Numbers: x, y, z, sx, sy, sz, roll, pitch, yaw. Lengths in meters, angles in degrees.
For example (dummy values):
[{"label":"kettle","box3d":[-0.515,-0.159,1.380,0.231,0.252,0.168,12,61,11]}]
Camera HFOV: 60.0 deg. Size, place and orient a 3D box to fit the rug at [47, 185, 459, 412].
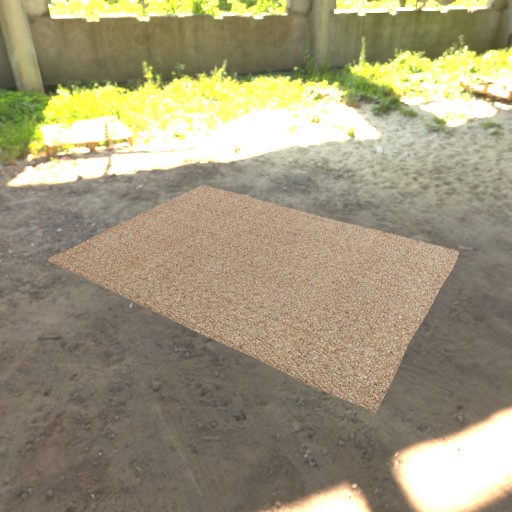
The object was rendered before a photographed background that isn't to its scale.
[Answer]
[{"label":"rug","box3d":[0.000,0.000,2.791,2.141,0.013,1.566,18,34,28]}]
